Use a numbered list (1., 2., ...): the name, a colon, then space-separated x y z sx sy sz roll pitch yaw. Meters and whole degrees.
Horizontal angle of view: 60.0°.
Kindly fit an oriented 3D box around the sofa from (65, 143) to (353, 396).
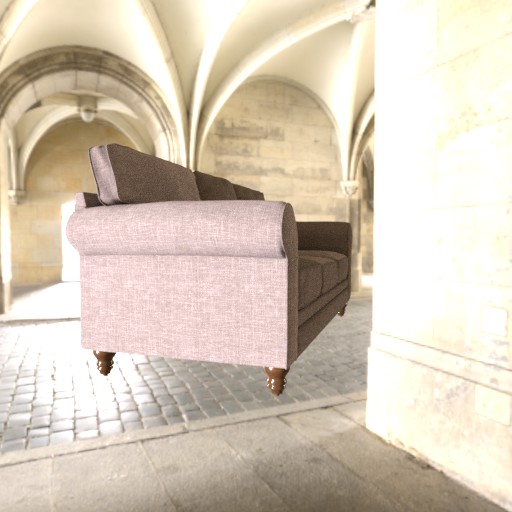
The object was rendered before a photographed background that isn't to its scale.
1. sofa: 0.000 0.000 2.579 0.916 0.961 2.084 1 2 18
